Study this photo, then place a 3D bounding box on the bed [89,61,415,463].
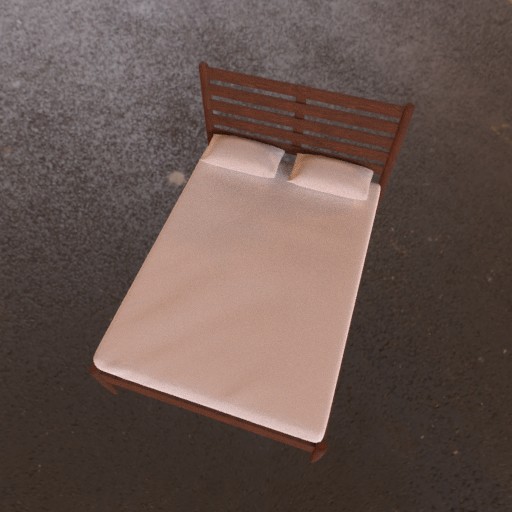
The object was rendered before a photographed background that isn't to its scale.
[{"bbox_3d":[0.000,0.000,3.020,1.509,1.304,2.093,15,59,10],"label":"bed"}]
